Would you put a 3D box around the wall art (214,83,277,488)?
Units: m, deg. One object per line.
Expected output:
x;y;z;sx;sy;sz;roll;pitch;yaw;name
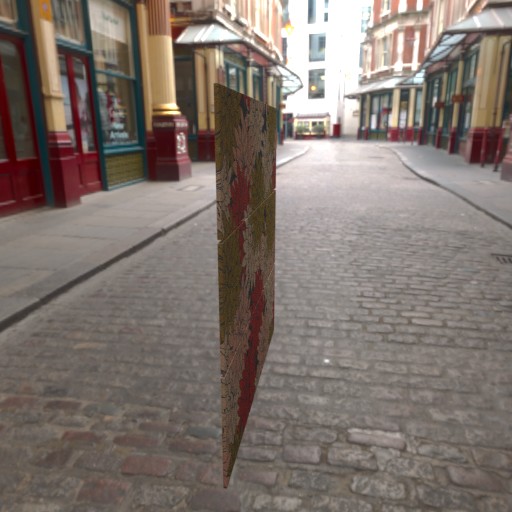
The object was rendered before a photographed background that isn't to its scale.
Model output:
0.000;0.000;1.832;0.013;1.218;1.206;3;16;9;wall art
